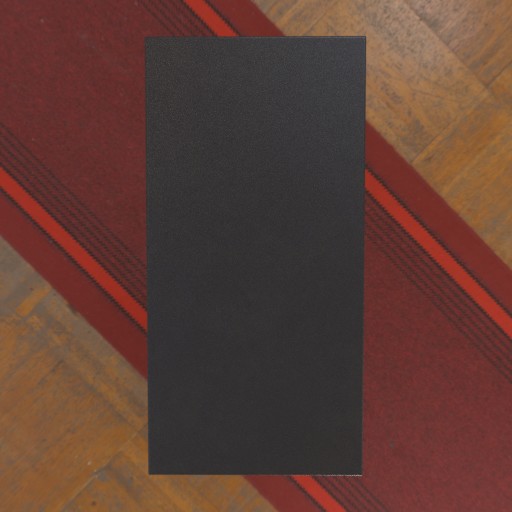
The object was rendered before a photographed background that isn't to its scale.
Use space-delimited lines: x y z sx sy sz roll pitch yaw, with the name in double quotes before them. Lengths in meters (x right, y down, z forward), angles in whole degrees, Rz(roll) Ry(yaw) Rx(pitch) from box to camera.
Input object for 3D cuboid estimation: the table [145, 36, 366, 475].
"table" 0.000 0.000 1.368 0.550 0.510 1.107 0 92 0
